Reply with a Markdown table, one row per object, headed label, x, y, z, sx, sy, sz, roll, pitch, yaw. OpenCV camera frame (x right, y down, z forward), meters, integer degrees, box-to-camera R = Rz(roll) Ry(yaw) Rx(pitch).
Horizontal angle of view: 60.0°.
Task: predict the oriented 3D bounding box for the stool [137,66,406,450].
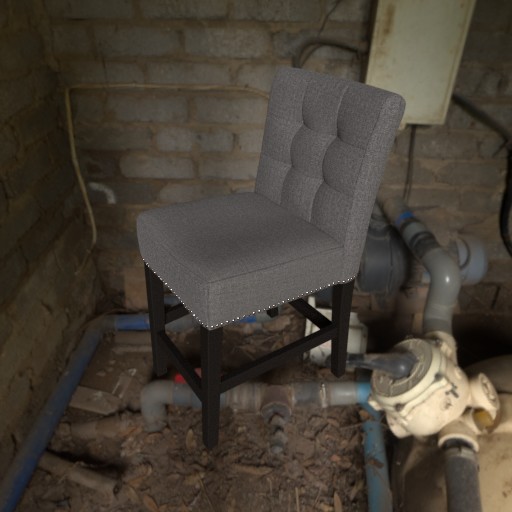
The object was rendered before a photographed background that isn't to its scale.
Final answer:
| label | x | y | z | sx | sy | sz | roll | pitch | yaw |
| --- | --- | --- | --- | --- | --- | --- | --- | --- | --- |
| stool | 0.000 | 0.000 | 1.234 | 0.571 | 0.885 | 0.427 | -21 | 39 | -29 |
